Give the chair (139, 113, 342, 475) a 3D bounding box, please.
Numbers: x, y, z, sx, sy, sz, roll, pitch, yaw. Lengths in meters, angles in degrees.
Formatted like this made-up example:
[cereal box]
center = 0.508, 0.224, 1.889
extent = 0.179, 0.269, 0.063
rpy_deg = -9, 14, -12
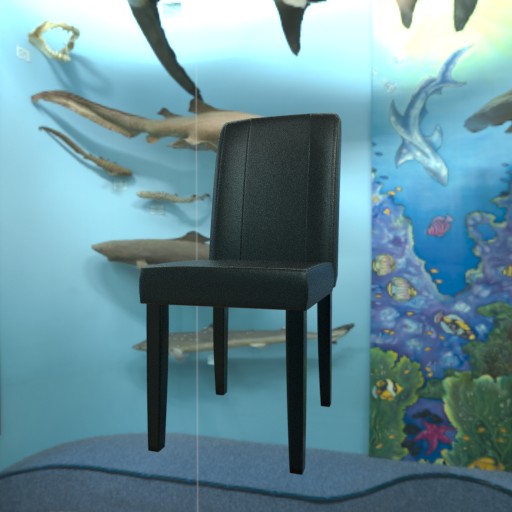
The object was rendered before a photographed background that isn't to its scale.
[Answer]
[chair]
center = 0.000, 0.000, 1.209
extent = 0.399, 0.897, 0.556
rpy_deg = 0, 2, 17
